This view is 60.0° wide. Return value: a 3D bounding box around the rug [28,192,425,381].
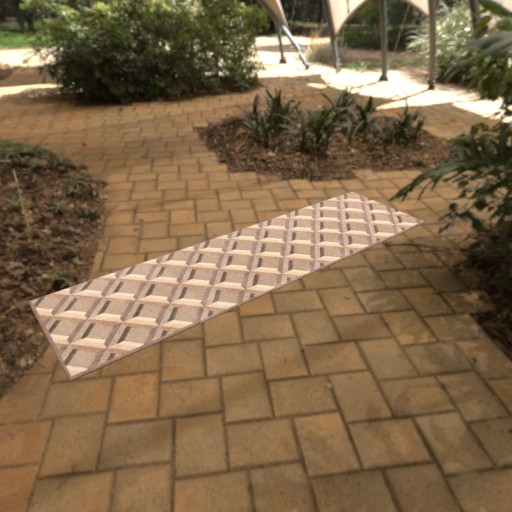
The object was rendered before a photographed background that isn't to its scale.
[{"bbox_3d":[0.000,0.000,2.685,2.437,0.013,0.685,-21,37,-31],"label":"rug"}]
